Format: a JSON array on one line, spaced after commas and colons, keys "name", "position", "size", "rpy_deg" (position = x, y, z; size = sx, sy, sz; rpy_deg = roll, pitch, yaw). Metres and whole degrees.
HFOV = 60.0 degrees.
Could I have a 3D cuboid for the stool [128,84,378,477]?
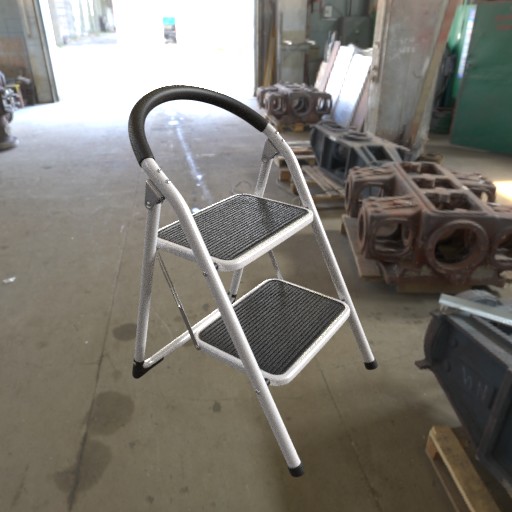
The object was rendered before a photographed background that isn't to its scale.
[{"name": "stool", "position": [0.000, 0.000, 1.097], "size": [0.559, 0.760, 0.453], "rpy_deg": [18, 33, 31]}]
